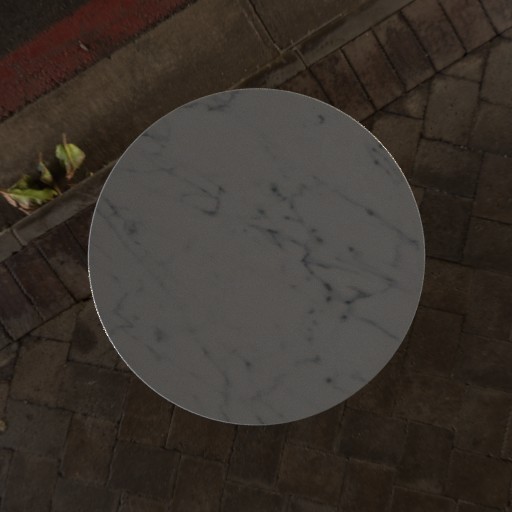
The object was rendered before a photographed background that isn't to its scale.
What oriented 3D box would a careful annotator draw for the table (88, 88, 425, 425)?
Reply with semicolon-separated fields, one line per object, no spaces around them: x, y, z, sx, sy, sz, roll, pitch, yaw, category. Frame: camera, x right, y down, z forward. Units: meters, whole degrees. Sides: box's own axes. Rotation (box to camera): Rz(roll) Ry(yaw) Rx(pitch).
0.000;0.000;1.269;0.800;0.450;0.800;0;92;-1;table
